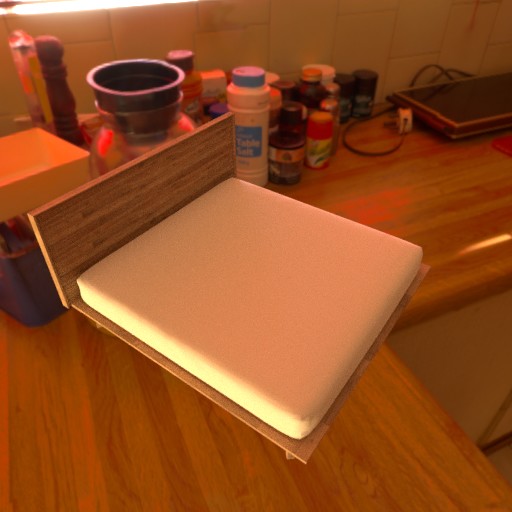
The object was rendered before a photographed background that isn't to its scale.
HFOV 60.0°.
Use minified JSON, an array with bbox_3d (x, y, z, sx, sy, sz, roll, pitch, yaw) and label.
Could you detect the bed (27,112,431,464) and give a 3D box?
[{"bbox_3d":[0.000,0.000,3.412,2.167,1.100,2.116,25,45,27],"label":"bed"}]
